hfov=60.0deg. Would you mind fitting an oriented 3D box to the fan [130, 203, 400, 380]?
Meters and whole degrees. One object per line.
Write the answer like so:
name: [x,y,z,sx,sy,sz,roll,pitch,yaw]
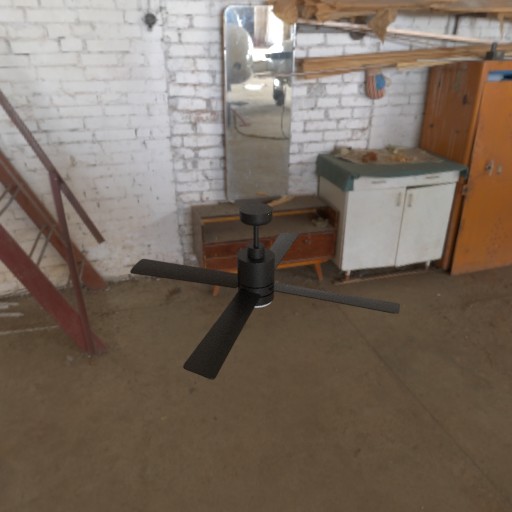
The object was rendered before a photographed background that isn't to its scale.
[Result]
fan: [0.000,0.000,2.371,1.525,0.534,1.525,9,27,17]
